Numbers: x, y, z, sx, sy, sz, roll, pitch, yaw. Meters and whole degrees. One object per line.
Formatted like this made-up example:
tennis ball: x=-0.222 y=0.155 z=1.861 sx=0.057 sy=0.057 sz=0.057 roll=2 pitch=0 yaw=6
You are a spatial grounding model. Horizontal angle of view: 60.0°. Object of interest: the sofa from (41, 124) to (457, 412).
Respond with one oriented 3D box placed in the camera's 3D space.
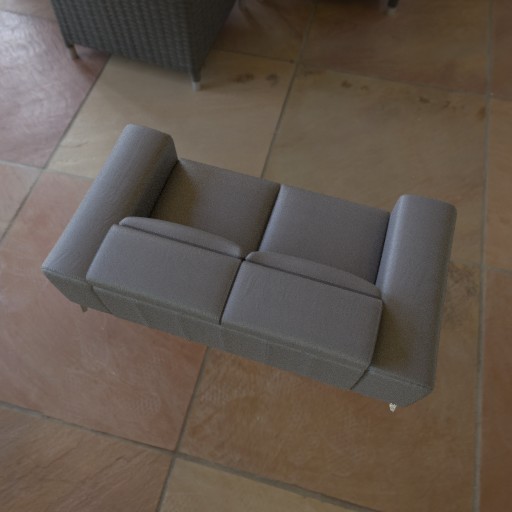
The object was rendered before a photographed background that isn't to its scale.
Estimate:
sofa: x=0.000 y=0.000 z=2.418 sx=1.930 sy=0.753 sz=1.024 roll=16 pitch=64 yaw=8
